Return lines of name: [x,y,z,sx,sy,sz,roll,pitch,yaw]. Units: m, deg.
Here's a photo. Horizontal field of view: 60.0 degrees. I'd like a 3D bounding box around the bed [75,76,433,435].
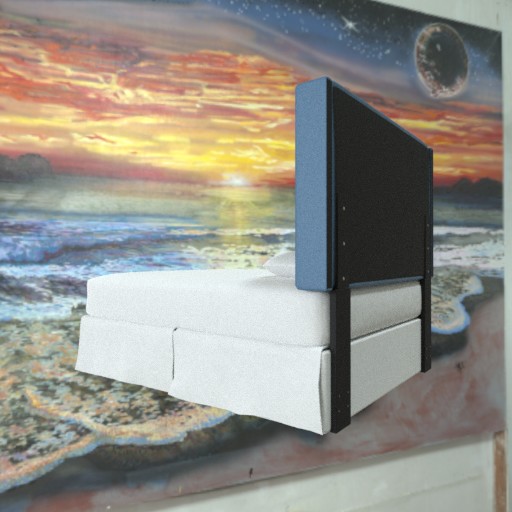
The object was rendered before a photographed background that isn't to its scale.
bed: [0.000,0.000,3.289,2.078,1.665,1.719,0,0,37]
